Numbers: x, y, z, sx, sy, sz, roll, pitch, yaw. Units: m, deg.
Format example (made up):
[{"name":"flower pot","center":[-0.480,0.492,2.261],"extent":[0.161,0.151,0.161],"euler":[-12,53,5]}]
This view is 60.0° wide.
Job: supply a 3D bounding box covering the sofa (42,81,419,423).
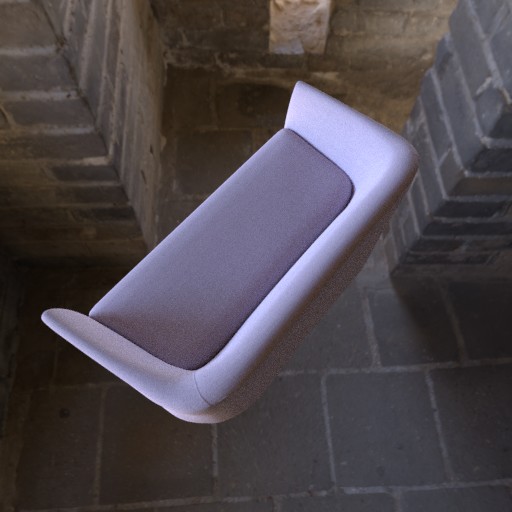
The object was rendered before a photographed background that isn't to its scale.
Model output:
[{"name":"sofa","center":[0.000,0.000,1.832],"extent":[0.705,0.721,1.452],"euler":[37,69,17]}]
